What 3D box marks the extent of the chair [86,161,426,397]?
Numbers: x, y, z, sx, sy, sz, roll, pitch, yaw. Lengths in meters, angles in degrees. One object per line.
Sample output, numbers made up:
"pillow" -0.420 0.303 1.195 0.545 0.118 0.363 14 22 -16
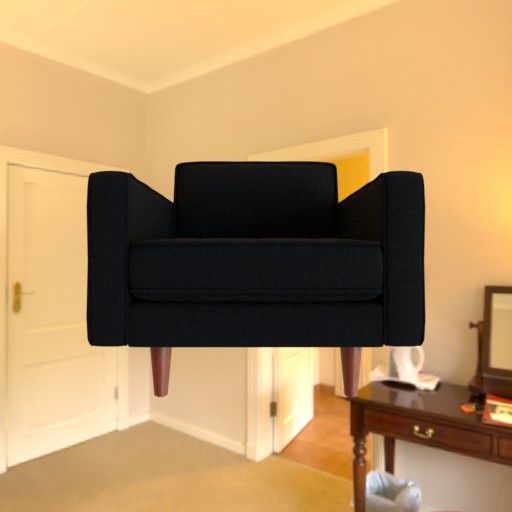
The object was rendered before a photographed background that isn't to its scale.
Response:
"chair" 0.000 0.000 1.579 0.899 0.770 0.920 0 0 0
